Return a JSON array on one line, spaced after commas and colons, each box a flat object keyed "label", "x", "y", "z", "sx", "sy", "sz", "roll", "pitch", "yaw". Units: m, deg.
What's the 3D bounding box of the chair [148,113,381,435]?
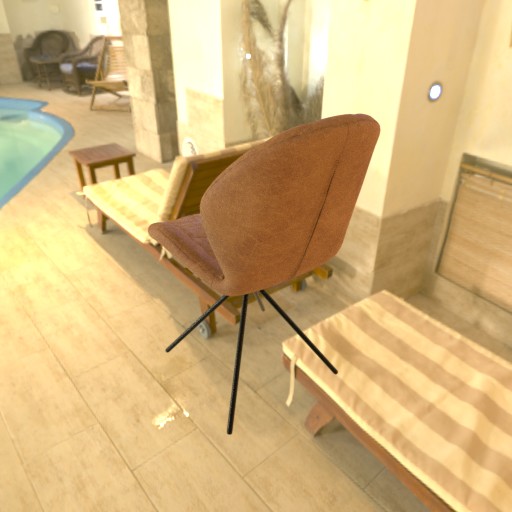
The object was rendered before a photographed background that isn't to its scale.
[{"label": "chair", "x": 0.000, "y": 0.000, "z": 1.326, "sx": 0.527, "sy": 0.929, "sz": 0.640, "roll": -19, "pitch": 36, "yaw": -29}]
